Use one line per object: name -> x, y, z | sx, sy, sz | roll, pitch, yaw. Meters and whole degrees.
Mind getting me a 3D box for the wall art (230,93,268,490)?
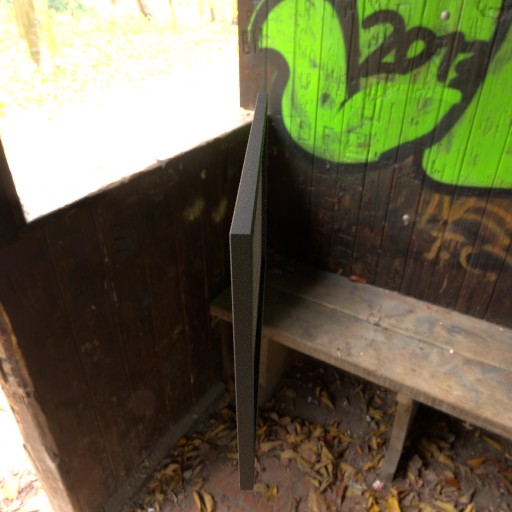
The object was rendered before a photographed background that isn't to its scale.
wall art -> 0.000, 0.000, 0.564 | 0.016, 0.306, 0.432 | 1, 32, 2
